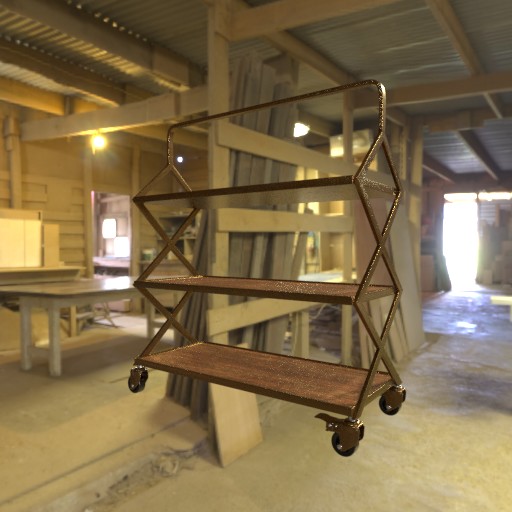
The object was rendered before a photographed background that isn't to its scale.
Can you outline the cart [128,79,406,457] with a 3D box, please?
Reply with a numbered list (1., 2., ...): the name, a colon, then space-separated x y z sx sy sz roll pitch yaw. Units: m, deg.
1. cart: 0.000 0.000 1.204 0.723 0.805 0.313 1 2 36
